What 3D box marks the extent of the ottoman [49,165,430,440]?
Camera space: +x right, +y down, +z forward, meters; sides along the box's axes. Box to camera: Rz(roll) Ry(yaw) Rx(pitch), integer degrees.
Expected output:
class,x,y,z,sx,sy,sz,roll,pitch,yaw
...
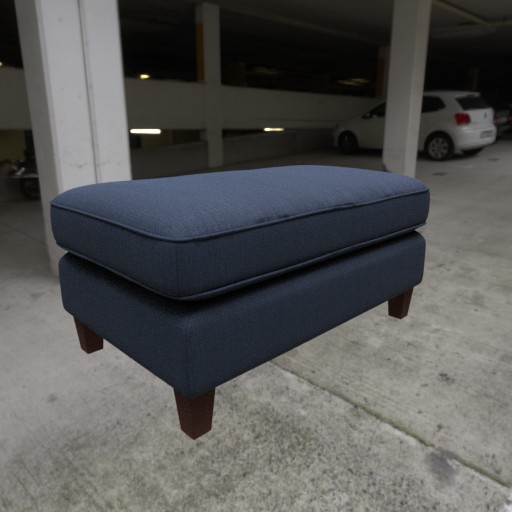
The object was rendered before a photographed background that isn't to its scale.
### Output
class,x,y,z,sx,sy,sz,roll,pitch,yaw
ottoman,0.000,0.000,1.190,0.885,0.438,0.570,-15,22,-42
